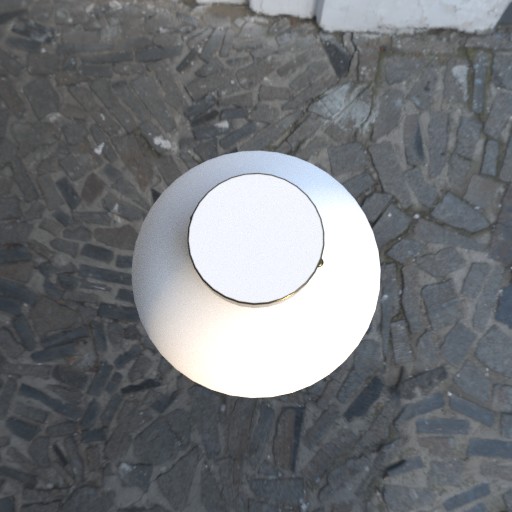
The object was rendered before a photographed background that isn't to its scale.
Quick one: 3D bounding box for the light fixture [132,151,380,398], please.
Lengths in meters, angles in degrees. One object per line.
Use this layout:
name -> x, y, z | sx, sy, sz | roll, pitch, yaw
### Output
light fixture -> 0.000, 0.000, 0.563 | 0.355, 0.177, 0.355 | 0, 76, 0
